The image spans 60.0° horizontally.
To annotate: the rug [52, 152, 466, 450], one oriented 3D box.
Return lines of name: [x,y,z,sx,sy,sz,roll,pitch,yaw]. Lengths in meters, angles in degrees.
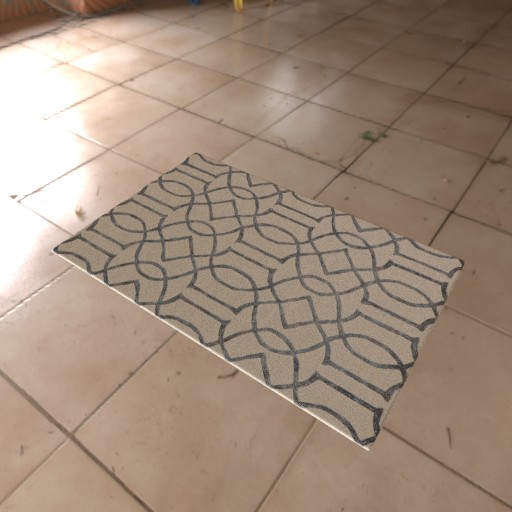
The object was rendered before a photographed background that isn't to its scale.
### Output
rug: [0.000,0.000,2.999,2.365,0.017,1.521,26,50,24]
